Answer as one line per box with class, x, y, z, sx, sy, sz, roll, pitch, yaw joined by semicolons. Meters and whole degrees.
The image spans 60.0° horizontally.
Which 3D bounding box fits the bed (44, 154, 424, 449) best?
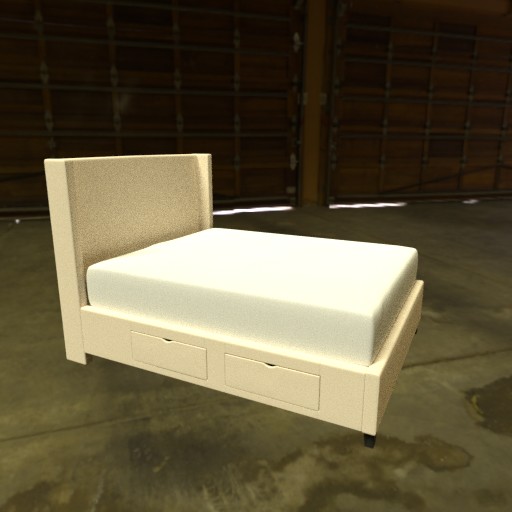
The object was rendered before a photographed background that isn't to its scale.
bed;0.000;0.000;3.388;2.280;1.471;1.765;7;16;26
